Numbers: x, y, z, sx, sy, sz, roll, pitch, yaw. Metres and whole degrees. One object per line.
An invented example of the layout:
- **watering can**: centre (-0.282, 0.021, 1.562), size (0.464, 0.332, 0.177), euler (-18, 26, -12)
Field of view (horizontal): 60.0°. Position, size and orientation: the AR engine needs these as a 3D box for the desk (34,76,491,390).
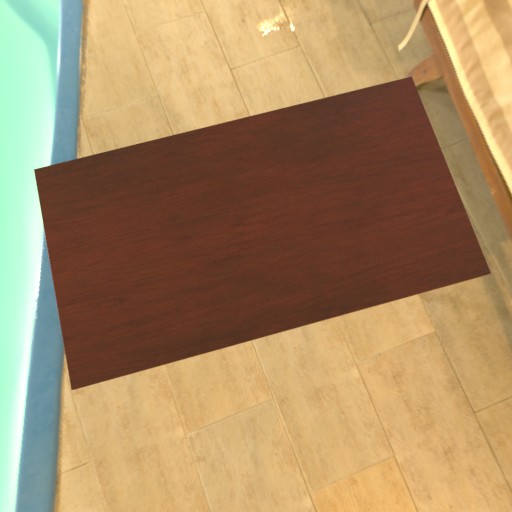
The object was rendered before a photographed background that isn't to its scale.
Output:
- **desk**: centre (0.000, 0.000, 1.446), size (1.001, 0.762, 0.549), euler (-15, 77, -3)
